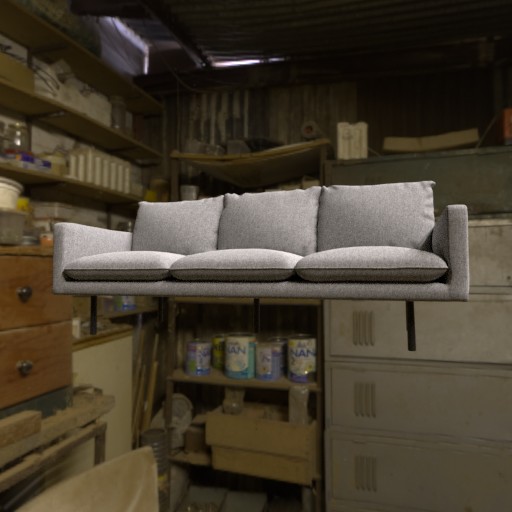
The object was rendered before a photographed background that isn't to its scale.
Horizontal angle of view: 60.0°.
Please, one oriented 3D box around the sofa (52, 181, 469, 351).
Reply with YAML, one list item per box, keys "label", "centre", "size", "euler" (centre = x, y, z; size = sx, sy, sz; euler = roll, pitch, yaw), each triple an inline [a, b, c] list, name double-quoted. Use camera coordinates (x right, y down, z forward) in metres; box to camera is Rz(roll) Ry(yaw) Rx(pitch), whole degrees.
- label: "sofa"
  centre: [0.000, 0.000, 2.395]
  size: [2.000, 0.830, 0.850]
  euler: [-1, -3, 18]
